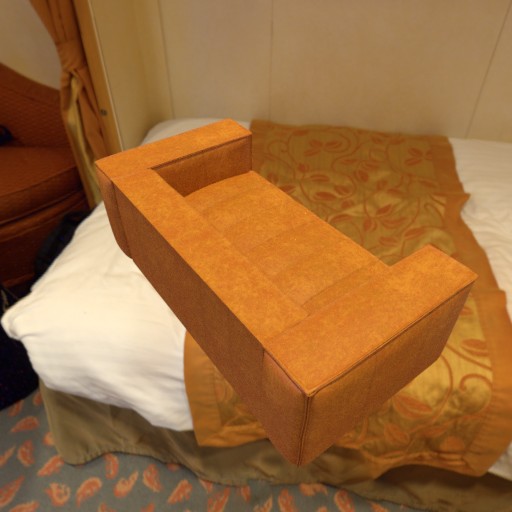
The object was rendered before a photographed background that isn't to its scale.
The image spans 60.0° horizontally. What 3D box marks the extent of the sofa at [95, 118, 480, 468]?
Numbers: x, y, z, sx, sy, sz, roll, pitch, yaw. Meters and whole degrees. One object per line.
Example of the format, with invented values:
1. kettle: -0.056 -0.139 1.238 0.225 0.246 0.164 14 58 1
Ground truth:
1. sofa: 0.000 0.000 2.629 1.102 0.703 2.088 -26 48 -26
